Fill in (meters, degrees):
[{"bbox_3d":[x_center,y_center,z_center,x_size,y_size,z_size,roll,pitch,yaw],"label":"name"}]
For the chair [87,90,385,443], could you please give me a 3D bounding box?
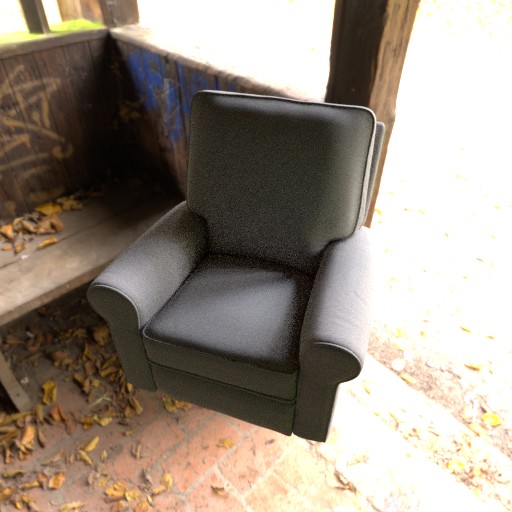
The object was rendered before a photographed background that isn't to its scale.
[{"bbox_3d":[0.000,0.000,1.640,0.890,0.960,0.878,12,43,13],"label":"chair"}]
